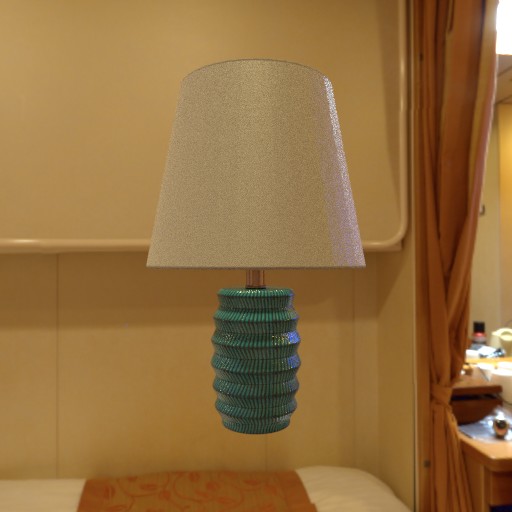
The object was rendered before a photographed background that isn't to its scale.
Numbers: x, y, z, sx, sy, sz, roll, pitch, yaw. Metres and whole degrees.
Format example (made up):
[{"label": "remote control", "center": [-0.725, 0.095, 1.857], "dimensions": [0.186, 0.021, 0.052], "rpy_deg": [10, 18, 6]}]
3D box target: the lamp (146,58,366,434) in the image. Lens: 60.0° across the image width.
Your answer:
[{"label": "lamp", "center": [0.000, 0.000, 0.528], "dimensions": [0.254, 0.392, 0.254], "rpy_deg": [0, 0, 0]}]
